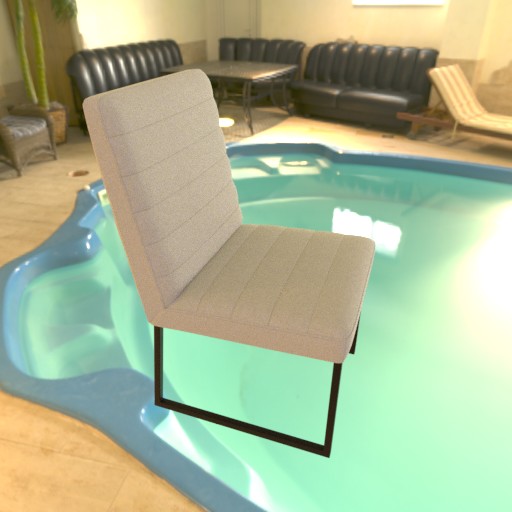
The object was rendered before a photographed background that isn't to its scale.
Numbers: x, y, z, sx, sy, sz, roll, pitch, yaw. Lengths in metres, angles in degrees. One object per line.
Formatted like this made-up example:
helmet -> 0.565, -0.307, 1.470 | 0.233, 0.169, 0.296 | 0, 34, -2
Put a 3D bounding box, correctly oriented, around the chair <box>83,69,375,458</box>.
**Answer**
chair -> 0.000, 0.000, 1.274 | 0.634, 0.930, 0.520 | 10, 31, 17
